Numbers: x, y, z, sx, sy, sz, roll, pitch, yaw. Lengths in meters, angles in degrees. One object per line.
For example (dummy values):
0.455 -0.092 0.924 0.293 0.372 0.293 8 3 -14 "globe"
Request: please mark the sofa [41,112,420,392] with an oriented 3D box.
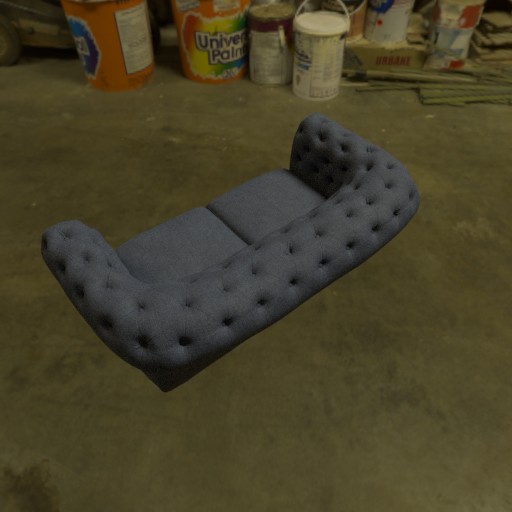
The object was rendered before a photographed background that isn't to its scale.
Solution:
0.000 0.000 2.572 1.988 0.833 1.082 -30 53 -26 "sofa"
